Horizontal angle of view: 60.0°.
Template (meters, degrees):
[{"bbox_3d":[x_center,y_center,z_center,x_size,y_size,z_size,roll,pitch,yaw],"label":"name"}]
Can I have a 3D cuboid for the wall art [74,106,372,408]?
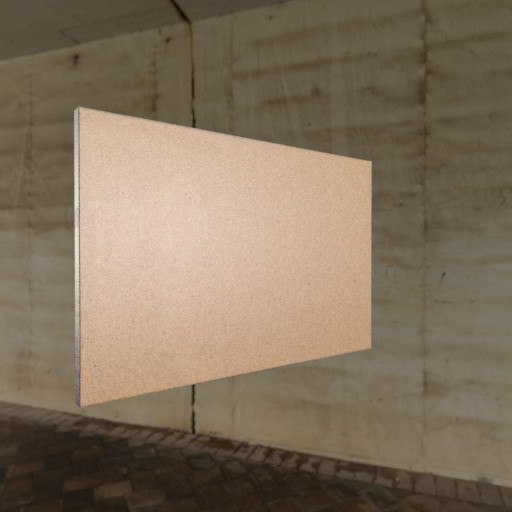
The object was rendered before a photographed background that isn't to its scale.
[{"bbox_3d":[0.000,0.000,0.794,0.615,0.410,0.021,0,1,-37],"label":"wall art"}]
